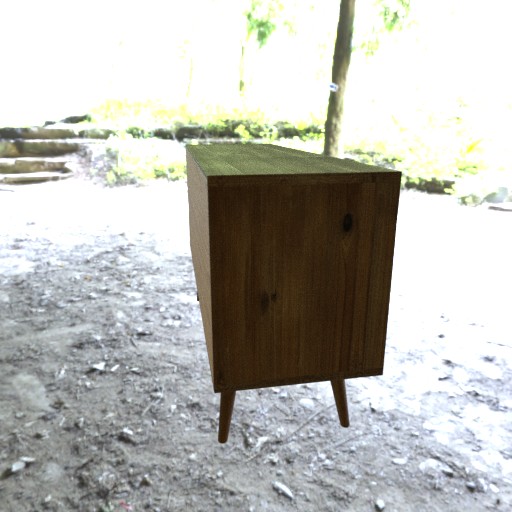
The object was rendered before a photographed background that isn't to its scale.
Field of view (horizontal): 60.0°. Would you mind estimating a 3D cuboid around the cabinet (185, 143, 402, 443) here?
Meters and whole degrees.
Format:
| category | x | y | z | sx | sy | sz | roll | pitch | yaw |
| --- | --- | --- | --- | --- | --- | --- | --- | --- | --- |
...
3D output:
| category | x | y | z | sx | sy | sz | roll | pitch | yaw |
| --- | --- | --- | --- | --- | --- | --- | --- | --- | --- |
| cabinet | 0.000 | 0.000 | 1.760 | 0.472 | 0.800 | 1.400 | -3 | 17 | -10 |
